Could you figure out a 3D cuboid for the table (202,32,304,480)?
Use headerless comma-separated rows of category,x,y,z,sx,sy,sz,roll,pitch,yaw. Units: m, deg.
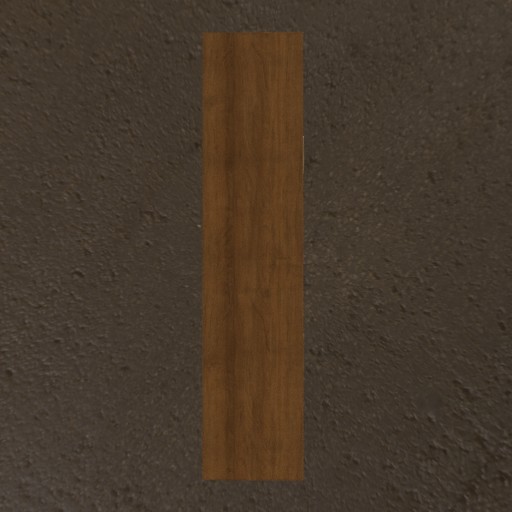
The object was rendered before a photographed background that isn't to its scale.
table,0.000,0.000,2.109,0.425,0.635,1.815,0,89,1
